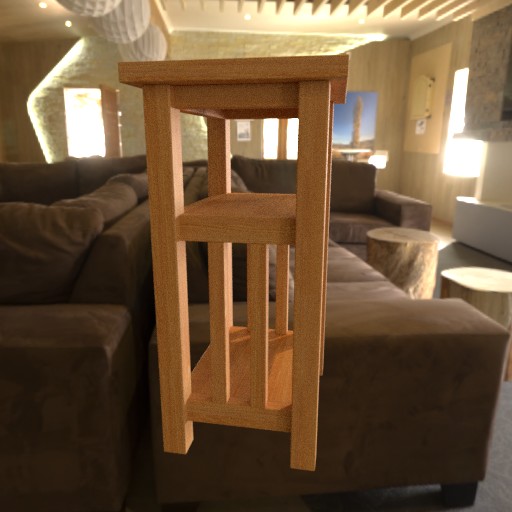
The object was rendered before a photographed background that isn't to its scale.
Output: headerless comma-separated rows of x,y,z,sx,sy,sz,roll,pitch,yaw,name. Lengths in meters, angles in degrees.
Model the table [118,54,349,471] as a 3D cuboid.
0.000,0.000,0.736,0.270,0.550,0.350,3,15,10,table
